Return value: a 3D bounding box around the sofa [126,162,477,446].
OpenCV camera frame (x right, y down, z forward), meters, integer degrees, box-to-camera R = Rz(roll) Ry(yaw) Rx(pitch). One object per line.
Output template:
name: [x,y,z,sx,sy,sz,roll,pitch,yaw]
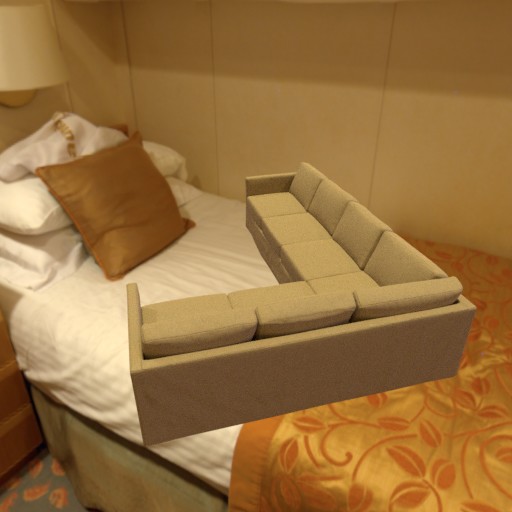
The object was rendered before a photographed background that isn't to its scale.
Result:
sofa: [0.000,0.000,4.326,2.432,0.871,3.182,-8,30,-13]
